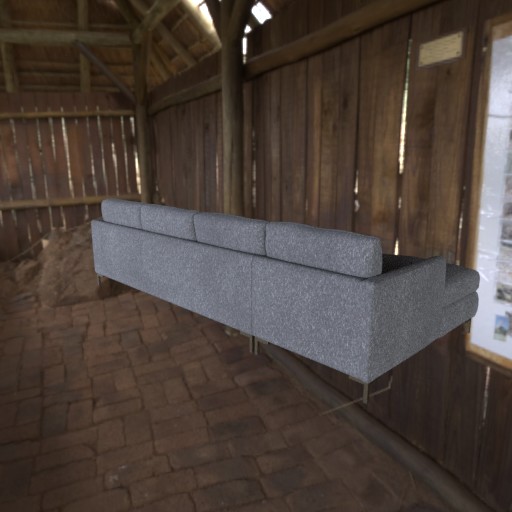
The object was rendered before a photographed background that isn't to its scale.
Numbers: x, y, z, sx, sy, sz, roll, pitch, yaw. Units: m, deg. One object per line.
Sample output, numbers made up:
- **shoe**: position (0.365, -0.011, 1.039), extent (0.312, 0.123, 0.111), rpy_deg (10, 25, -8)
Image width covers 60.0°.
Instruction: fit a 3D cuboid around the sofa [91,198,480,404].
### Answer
- **sofa**: position (0.000, 0.000, 3.484), extent (1.350, 0.810, 2.932), rpy_deg (-12, 18, -43)
